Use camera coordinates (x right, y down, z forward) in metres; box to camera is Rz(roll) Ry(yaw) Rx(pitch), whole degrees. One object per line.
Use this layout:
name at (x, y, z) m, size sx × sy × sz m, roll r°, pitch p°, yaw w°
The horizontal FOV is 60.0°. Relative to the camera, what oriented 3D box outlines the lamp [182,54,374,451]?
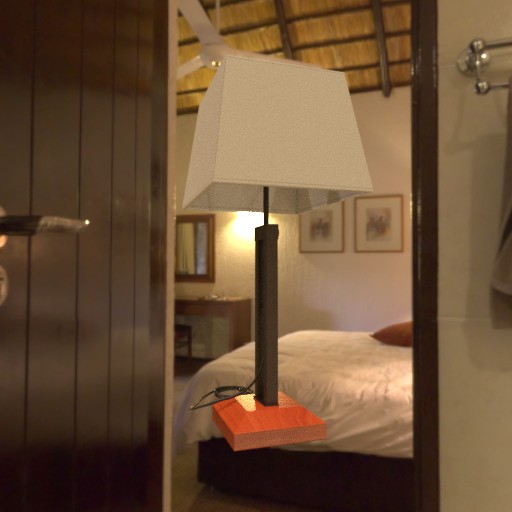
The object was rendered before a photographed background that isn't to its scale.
lamp at (0.000, 0.000, 1.018) m, size 0.310 × 0.737 × 0.498 m, roll 1°, pitch -2°, yaw -17°
